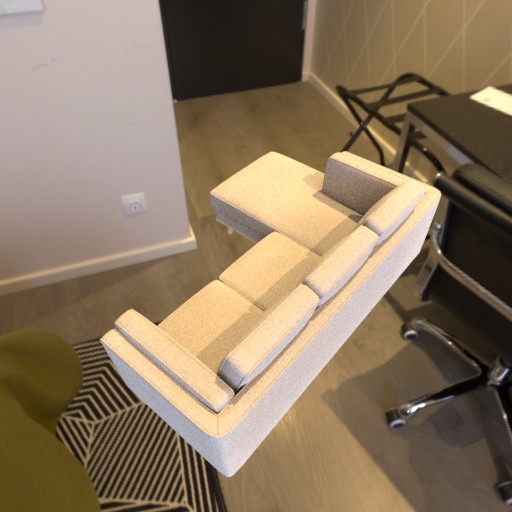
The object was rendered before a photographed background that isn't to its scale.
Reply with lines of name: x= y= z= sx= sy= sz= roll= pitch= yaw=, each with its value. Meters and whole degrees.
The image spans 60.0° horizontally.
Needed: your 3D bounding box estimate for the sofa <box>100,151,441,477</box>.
sofa: x=0.000 y=0.000 z=3.144 sx=1.604 sy=0.929 sz=2.411 roll=31 pitch=53 yaw=27
